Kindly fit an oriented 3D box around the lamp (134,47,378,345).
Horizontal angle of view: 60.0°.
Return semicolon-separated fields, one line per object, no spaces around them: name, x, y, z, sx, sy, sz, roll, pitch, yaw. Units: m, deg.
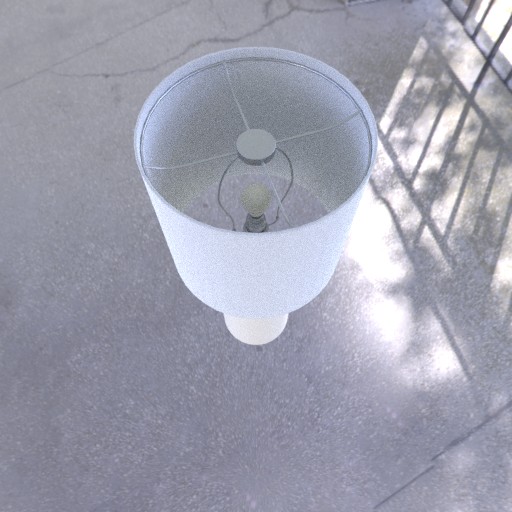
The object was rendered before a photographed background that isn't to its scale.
lamp;0.000;0.000;0.606;0.212;0.493;0.212;-16;65;-8
